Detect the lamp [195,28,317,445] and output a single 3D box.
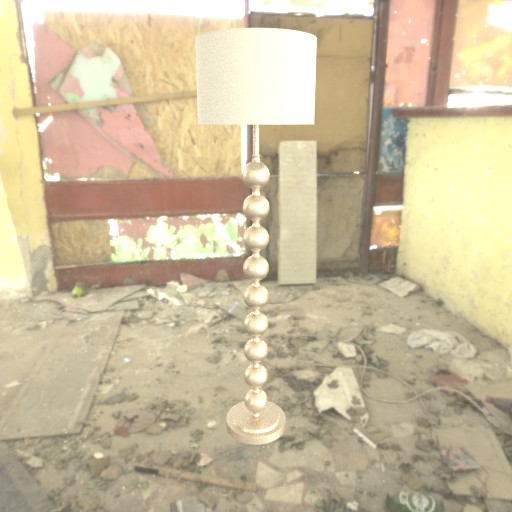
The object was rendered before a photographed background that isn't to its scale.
[{"bbox_3d":[0.000,0.000,1.647,0.394,1.474,0.394,3,17,10],"label":"lamp"}]
